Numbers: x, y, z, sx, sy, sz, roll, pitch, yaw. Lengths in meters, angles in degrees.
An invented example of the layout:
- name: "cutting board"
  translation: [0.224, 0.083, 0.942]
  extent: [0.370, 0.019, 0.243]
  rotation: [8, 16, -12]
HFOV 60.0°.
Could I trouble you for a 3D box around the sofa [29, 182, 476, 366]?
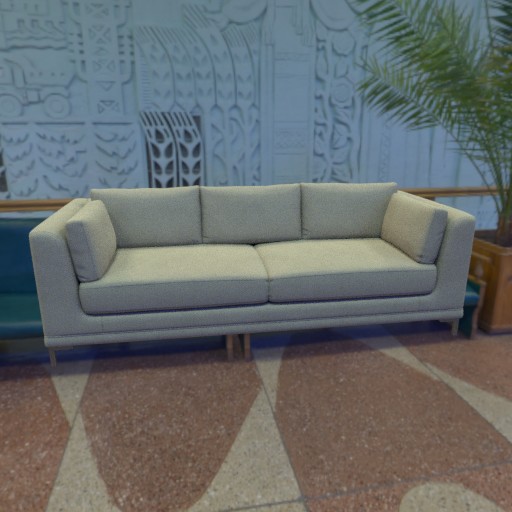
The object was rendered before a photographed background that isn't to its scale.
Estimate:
- name: "sofa"
  translation: [0.000, 0.000, 2.876]
  extent: [2.415, 0.867, 0.969]
  rotation: [-3, 17, -8]
